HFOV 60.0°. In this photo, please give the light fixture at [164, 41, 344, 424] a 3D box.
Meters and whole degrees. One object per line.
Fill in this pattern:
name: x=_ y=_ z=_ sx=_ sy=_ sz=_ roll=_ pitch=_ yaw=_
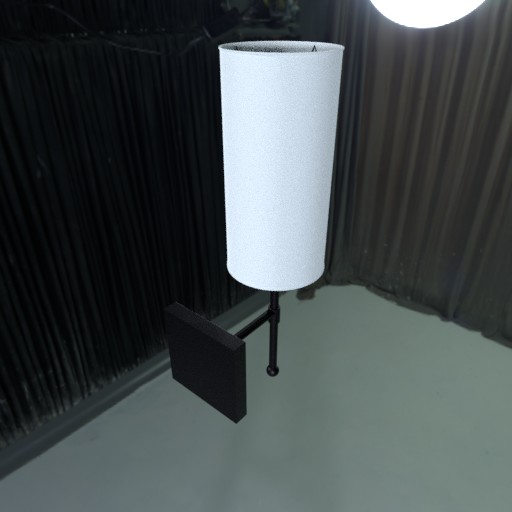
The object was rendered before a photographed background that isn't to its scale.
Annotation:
light fixture: x=0.000 y=0.000 z=0.544 sx=0.128 sy=0.462 sz=0.208 roll=23 pitch=37 yaw=34
